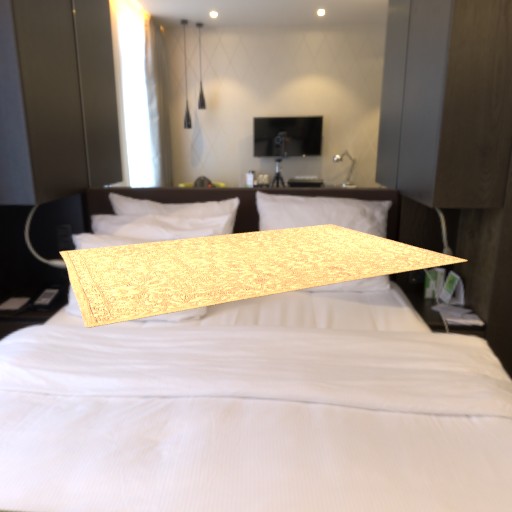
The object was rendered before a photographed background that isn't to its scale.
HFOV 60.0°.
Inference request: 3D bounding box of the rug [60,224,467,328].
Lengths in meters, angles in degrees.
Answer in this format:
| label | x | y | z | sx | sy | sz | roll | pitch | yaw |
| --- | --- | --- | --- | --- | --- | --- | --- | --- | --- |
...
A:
| label | x | y | z | sx | sy | sz | roll | pitch | yaw |
| --- | --- | --- | --- | --- | --- | --- | --- | --- | --- |
| rug | 0.000 | 0.000 | 3.103 | 2.435 | 0.012 | 1.529 | -7 | 16 | -26 |
